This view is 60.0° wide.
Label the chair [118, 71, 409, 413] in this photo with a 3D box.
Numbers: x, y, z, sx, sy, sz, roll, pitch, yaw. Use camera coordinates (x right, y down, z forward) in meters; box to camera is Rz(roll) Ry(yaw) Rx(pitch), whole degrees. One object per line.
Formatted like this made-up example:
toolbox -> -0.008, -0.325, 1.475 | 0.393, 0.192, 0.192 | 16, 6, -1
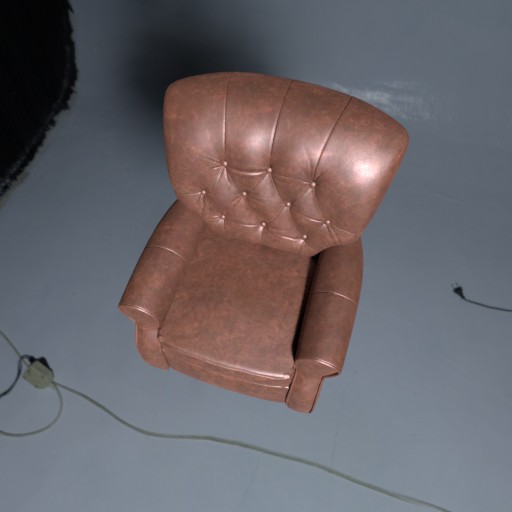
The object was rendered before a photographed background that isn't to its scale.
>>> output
chair -> 0.000, 0.000, 1.971 | 0.979, 1.162, 1.031 | 15, 59, 9
